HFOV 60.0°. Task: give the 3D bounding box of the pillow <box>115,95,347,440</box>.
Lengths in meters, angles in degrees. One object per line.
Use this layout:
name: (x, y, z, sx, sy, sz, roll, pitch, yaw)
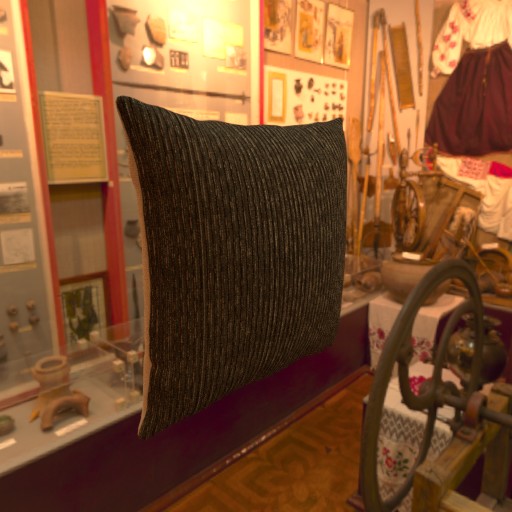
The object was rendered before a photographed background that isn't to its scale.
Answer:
pillow: (0.000, 0.000, 0.683, 0.433, 0.434, 0.196, -13, 18, -43)
